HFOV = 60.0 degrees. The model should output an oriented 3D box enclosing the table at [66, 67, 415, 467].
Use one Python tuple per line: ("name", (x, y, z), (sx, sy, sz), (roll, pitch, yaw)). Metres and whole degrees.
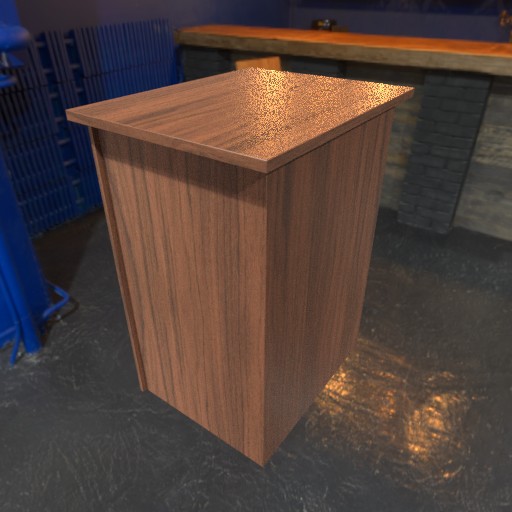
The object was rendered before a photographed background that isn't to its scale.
("table", (0.000, 0.000, 0.924), (0.381, 0.636, 0.480), (21, 38, 30))
